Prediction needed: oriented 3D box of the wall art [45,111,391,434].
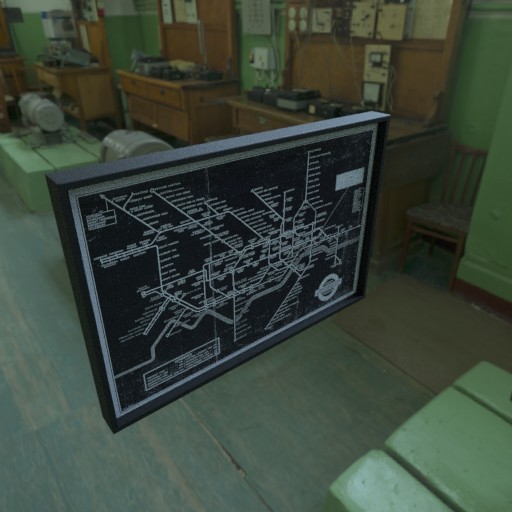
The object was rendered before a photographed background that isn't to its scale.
[{"bbox_3d":[0.000,0.000,0.858,0.671,0.456,0.051,-21,35,-33],"label":"wall art"}]
